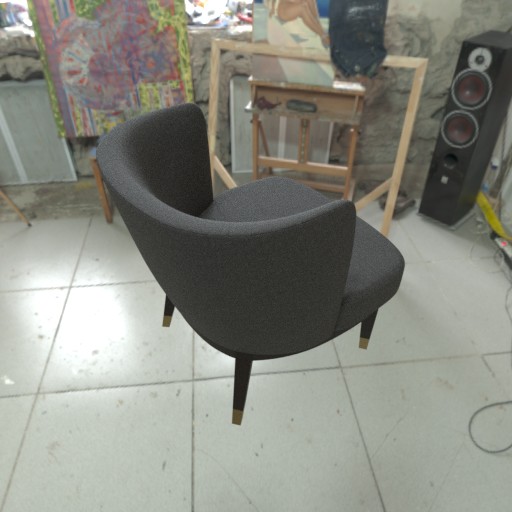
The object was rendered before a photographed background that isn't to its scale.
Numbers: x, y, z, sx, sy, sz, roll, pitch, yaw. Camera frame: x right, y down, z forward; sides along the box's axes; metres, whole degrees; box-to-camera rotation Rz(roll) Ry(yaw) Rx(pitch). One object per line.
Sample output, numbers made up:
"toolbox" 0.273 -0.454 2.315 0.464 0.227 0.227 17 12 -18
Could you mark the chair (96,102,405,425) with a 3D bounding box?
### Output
"chair" 0.000 0.000 1.254 0.698 0.695 0.639 -25 46 -26
